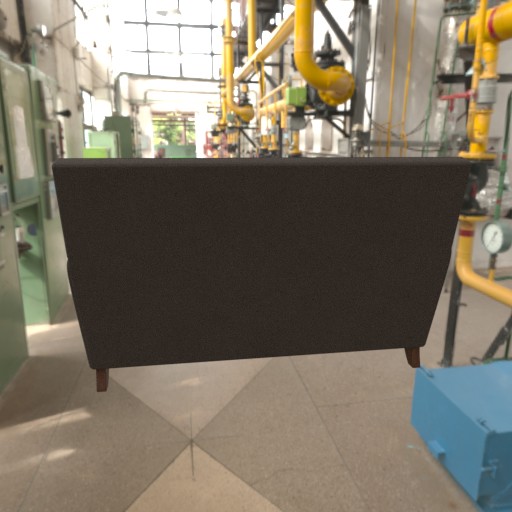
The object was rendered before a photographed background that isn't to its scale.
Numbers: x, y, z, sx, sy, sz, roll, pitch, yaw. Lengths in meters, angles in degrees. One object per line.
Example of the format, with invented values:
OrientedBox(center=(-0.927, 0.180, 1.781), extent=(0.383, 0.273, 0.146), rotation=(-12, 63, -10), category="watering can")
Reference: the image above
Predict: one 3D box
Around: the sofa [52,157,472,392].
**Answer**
OrientedBox(center=(0.000, 0.000, 1.909), extent=(1.420, 0.846, 0.871), rotation=(-2, 14, -8), category="sofa")
